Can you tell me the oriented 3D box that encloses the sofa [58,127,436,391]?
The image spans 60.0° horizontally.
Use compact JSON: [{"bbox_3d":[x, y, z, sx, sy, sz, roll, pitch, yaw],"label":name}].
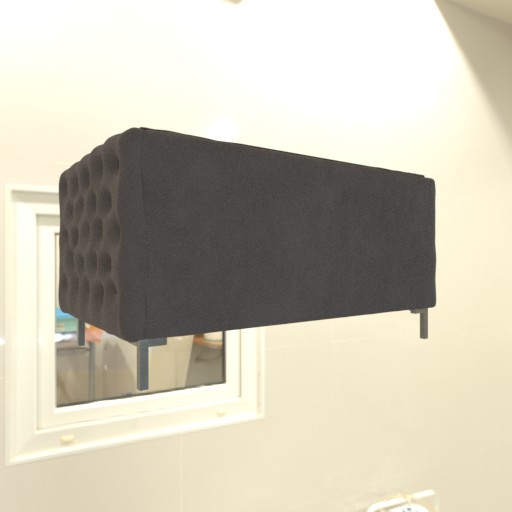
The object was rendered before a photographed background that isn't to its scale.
[{"bbox_3d":[0.000,0.000,2.082,1.583,0.810,0.909,0,0,-35],"label":"sofa"}]
